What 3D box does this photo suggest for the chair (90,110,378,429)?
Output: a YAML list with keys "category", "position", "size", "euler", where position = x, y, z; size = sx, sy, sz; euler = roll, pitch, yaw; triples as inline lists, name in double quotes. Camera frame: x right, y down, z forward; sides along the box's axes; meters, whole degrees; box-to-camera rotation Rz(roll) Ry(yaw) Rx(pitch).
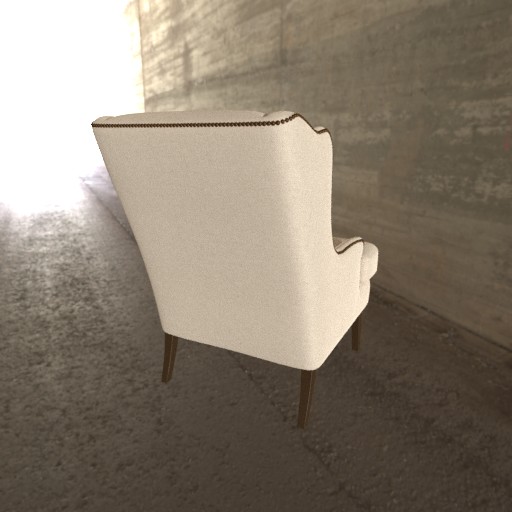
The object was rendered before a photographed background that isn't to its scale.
- category: "chair"
  position: [0.000, 0.000, 1.706]
  size: [0.737, 1.029, 0.940]
  euler: [8, 17, 28]
